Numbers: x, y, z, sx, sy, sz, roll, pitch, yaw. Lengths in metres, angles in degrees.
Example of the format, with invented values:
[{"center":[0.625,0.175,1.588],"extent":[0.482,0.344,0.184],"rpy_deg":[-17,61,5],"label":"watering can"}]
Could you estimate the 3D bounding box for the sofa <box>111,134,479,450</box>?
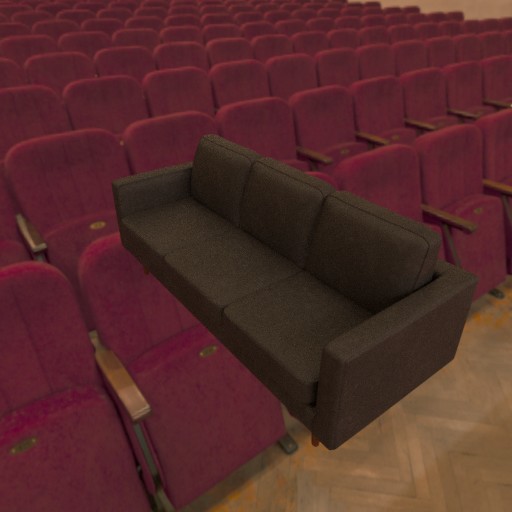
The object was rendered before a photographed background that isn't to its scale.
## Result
[{"center":[0.000,0.000,2.480],"extent":[0.879,0.899,2.029],"rpy_deg":[-22,37,-31],"label":"sofa"}]
